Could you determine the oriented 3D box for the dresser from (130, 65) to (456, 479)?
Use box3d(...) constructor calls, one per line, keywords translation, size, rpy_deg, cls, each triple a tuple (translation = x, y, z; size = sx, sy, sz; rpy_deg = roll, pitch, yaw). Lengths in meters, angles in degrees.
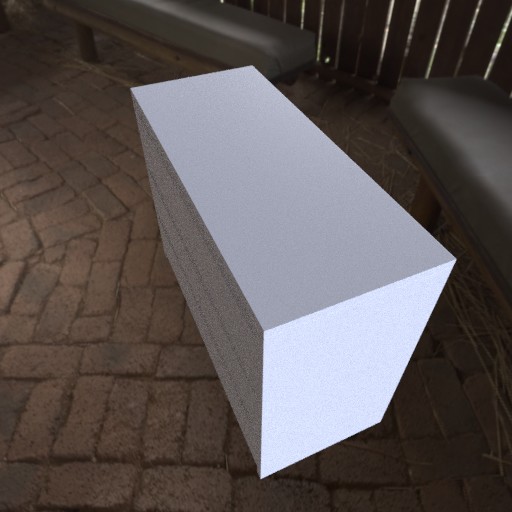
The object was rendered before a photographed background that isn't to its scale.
box3d(translation=(0.000, 0.000, 1.538), size=(0.460, 0.820, 1.100), rpy_deg=(-18, 48, -17), cls="dresser")
